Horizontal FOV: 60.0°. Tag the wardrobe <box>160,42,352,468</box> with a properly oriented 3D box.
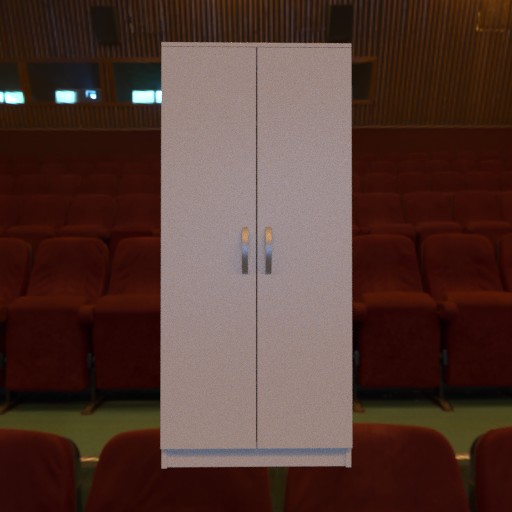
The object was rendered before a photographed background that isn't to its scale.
[{"bbox_3d":[0.000,0.000,1.959,0.760,1.700,0.470,0,-1,-1],"label":"wardrobe"}]
